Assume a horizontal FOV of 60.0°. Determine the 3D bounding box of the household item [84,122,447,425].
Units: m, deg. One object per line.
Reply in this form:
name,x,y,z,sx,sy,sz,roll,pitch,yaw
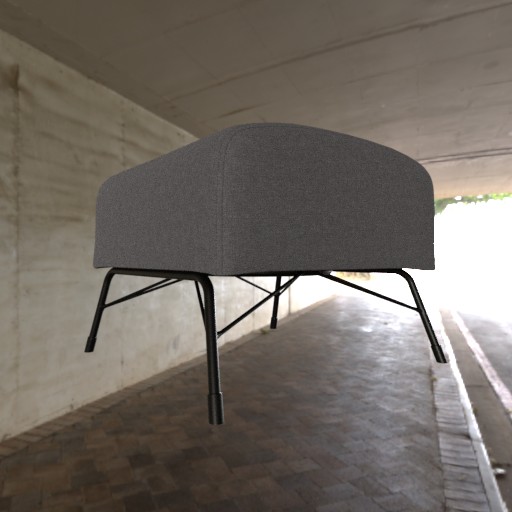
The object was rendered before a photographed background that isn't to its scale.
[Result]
household item,0.000,0.000,0.902,0.530,0.410,0.530,0,0,-37
